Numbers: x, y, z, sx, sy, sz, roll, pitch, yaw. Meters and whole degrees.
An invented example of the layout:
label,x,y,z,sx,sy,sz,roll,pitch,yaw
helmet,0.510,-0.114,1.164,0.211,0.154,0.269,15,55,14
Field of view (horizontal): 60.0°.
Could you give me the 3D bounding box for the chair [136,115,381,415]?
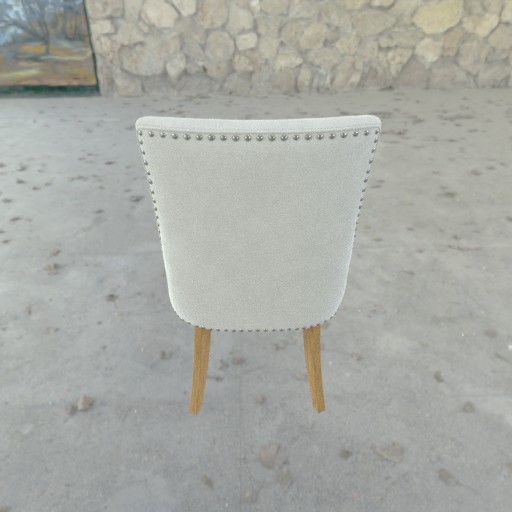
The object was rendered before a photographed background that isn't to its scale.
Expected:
label,x,y,z,sx,sy,sz,roll,pitch,yaw
chair,0.000,0.000,1.279,0.495,0.902,0.610,-1,30,-1
